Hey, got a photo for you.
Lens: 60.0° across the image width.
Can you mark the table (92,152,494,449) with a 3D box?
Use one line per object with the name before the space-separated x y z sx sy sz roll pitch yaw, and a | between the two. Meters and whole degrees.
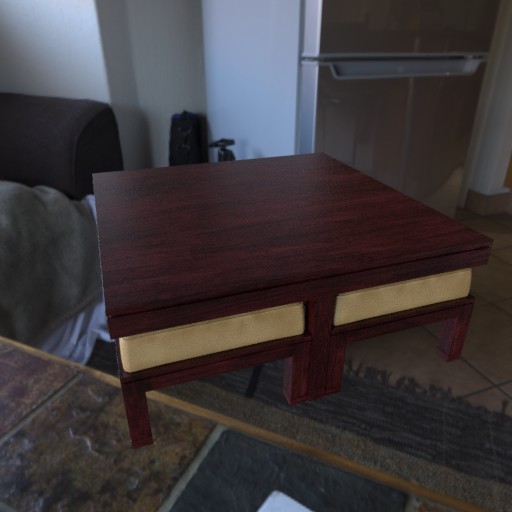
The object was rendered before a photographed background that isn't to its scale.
table | 0.000 0.000 1.344 0.865 0.356 0.865 -9 29 -17
